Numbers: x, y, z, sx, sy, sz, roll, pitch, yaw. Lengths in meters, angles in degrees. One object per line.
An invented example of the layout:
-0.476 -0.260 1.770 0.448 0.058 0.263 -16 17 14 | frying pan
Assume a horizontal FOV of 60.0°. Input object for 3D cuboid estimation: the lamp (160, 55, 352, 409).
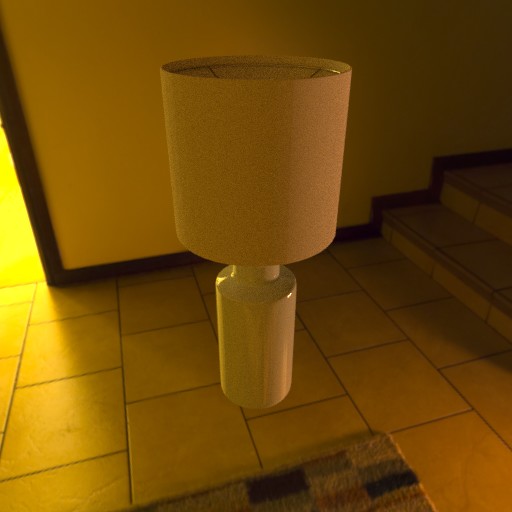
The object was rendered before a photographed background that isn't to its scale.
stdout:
0.000 0.000 0.619 0.212 0.493 0.212 -21 36 -32 | lamp
